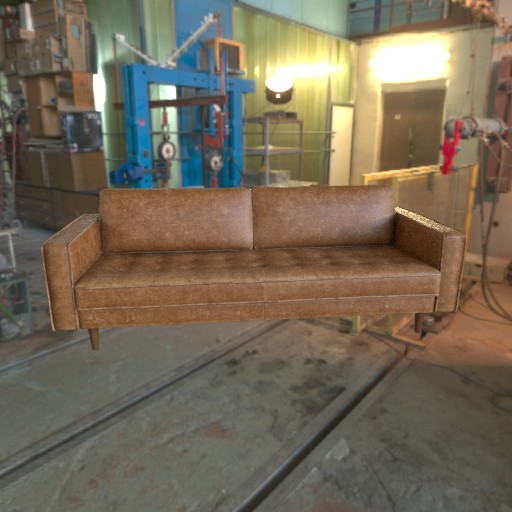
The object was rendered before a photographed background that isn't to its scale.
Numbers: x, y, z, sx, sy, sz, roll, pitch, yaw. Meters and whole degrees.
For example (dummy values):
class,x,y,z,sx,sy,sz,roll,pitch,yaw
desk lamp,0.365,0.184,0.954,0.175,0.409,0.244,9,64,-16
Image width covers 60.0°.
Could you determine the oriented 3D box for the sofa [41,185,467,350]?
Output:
class,x,y,z,sx,sy,sz,roll,pitch,yaw
sofa,0.000,0.000,2.675,2.199,0.779,0.886,-2,16,-6
